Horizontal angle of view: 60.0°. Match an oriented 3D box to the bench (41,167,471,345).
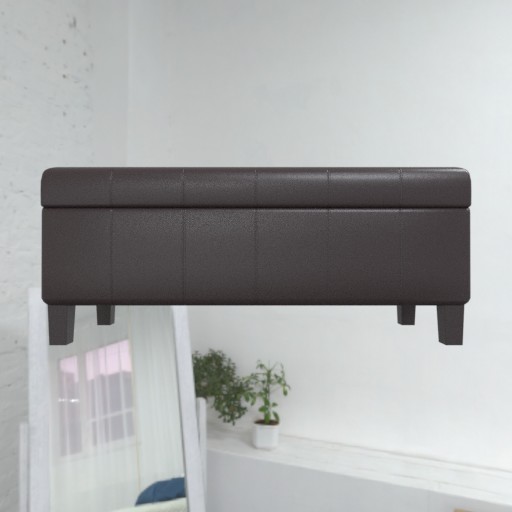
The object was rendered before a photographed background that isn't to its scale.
[{"bbox_3d":[0.000,0.000,1.323,1.092,0.457,0.429,0,0,0],"label":"bench"}]
